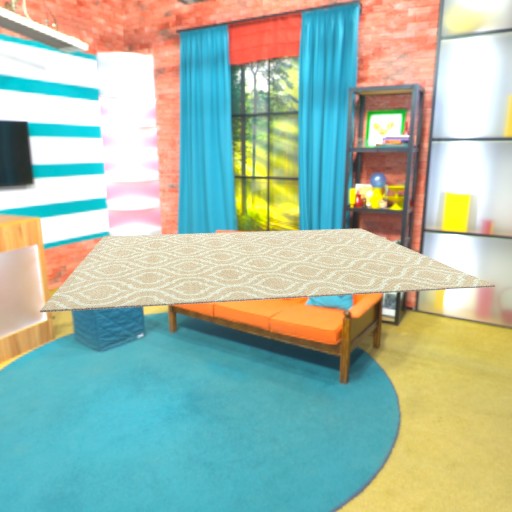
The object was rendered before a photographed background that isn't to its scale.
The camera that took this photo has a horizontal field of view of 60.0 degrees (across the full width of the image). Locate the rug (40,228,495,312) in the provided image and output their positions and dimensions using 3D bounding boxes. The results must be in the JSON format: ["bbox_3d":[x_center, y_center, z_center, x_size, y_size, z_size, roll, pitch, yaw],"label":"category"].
[{"bbox_3d":[0.000,0.000,3.855,2.894,0.013,2.286,-2,14,-9],"label":"rug"}]
